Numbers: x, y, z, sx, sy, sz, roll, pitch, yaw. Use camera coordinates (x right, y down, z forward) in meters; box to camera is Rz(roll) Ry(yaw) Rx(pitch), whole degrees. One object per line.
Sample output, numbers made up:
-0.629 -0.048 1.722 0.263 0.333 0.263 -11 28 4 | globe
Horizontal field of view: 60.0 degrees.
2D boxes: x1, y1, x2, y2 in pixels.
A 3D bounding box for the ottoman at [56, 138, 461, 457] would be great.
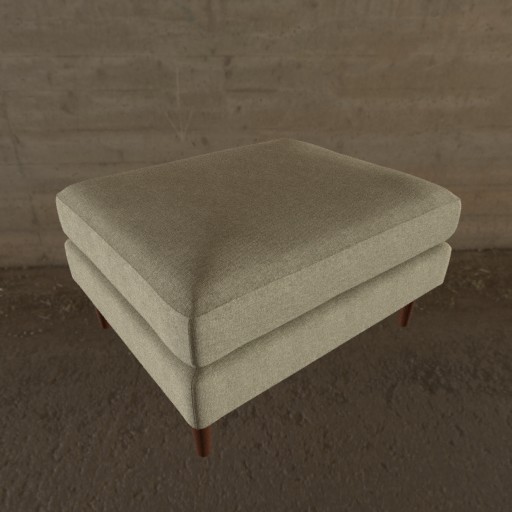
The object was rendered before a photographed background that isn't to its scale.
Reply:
0.000 0.000 1.219 0.821 0.474 0.693 -21 36 -32 | ottoman
